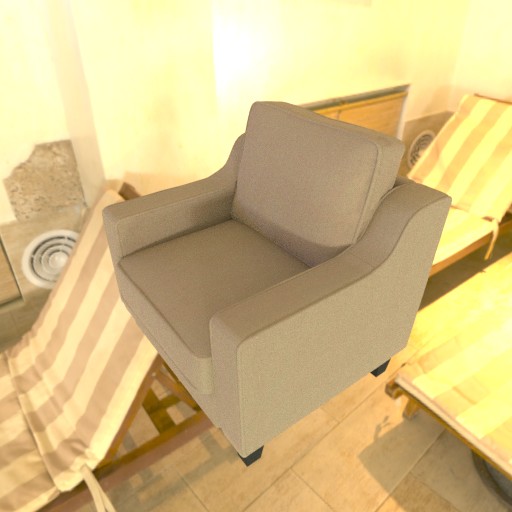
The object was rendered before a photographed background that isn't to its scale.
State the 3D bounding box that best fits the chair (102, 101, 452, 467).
[{"bbox_3d":[0.000,0.000,1.648,0.882,0.948,0.922,-22,39,-30],"label":"chair"}]
